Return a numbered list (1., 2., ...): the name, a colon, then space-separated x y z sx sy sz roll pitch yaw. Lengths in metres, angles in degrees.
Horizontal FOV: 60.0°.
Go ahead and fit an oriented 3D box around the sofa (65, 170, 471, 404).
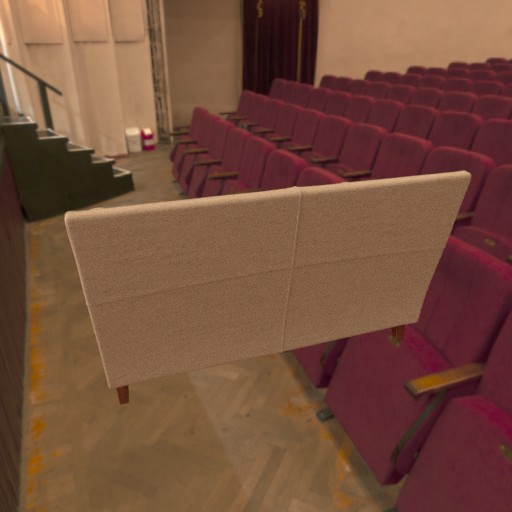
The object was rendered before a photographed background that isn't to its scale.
1. sofa: 0.000 0.000 2.064 1.482 0.892 0.891 -8 27 -17
